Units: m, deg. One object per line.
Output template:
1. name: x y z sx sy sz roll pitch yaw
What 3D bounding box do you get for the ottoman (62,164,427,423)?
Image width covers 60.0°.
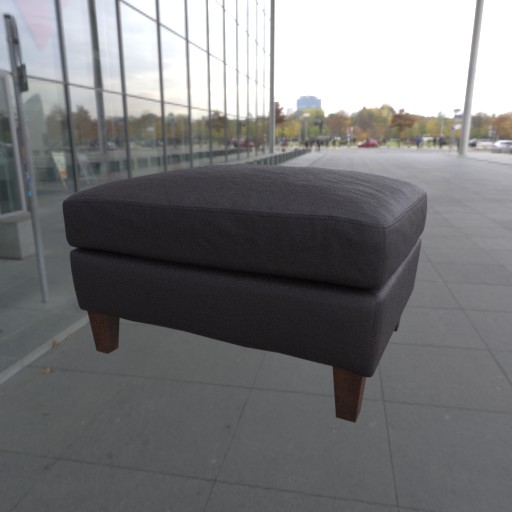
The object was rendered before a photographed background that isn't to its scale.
1. ottoman: 0.000 0.000 1.305 0.887 0.529 0.659 7 16 26
